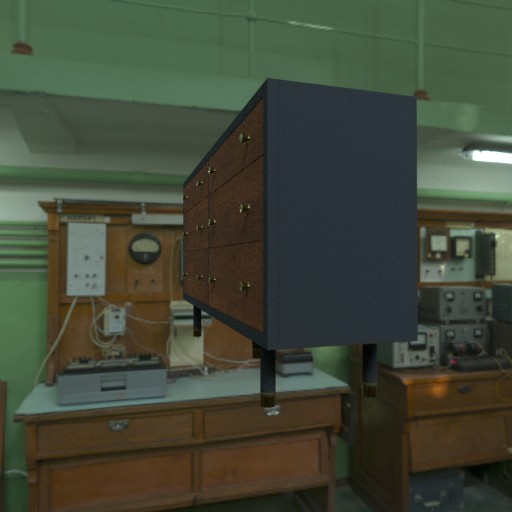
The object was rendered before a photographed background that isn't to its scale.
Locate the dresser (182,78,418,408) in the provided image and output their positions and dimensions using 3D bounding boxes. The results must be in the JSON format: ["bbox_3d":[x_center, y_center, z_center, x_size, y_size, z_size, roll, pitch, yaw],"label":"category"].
[{"bbox_3d":[0.000,0.000,1.908,0.463,0.872,1.558,0,-1,-17],"label":"dresser"}]
